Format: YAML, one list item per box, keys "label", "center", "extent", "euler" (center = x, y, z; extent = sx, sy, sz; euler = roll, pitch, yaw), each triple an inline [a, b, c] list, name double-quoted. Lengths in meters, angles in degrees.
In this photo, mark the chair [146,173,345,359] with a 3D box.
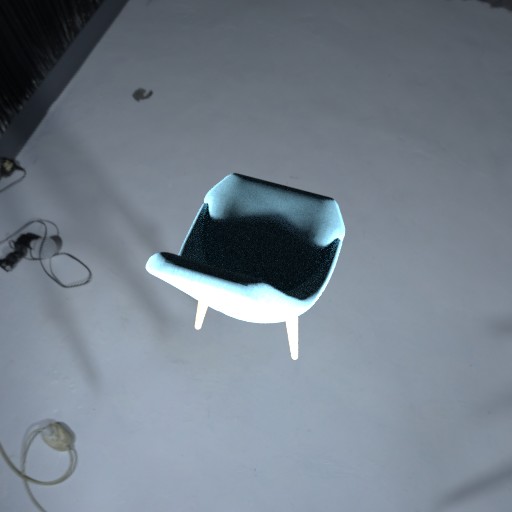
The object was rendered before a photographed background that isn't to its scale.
- label: "chair"
  center: [0.000, 0.000, 1.409]
  extent: [0.510, 1.040, 0.660]
  euler: [16, 65, 8]
